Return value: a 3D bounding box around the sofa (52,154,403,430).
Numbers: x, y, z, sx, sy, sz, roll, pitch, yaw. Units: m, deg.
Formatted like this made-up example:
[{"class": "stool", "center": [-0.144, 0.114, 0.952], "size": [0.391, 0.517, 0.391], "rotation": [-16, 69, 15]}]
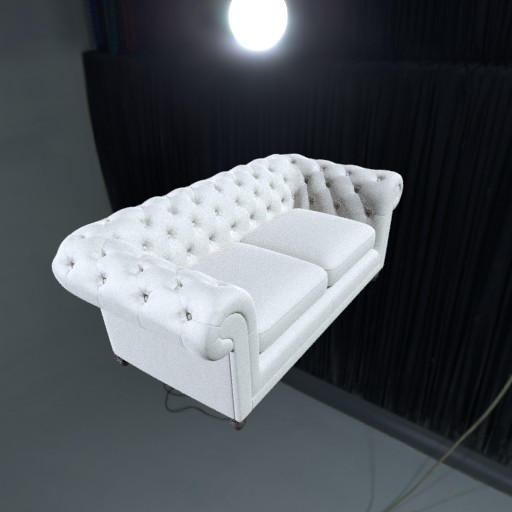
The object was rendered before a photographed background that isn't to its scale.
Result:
[{"class": "sofa", "center": [0.000, 0.000, 2.516], "size": [0.986, 0.764, 1.998], "rotation": [17, 31, 30]}]
